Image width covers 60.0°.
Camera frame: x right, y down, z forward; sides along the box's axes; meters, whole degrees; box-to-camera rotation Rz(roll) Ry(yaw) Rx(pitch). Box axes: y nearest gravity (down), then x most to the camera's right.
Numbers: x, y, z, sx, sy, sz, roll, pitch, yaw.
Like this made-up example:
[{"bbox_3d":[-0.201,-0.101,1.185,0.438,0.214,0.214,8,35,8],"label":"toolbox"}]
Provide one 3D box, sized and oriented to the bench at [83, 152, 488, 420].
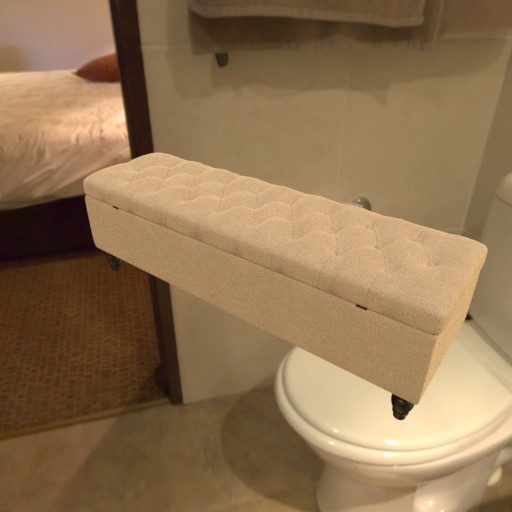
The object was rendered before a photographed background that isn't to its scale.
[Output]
[{"bbox_3d":[0.000,0.000,1.693,1.480,0.467,0.455,21,37,31],"label":"bench"}]
